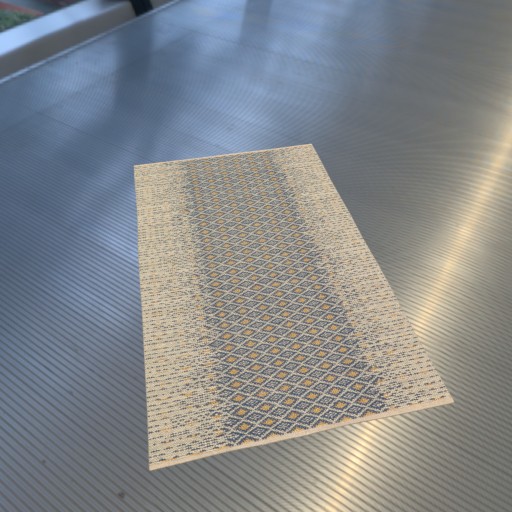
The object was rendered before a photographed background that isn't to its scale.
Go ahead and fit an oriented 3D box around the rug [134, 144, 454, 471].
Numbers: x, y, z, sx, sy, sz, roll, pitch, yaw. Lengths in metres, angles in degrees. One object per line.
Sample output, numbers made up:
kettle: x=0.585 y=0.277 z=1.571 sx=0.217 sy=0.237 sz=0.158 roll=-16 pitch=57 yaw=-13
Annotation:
rug: x=0.000 y=0.000 z=2.970 sx=1.541 sy=0.008 sz=2.448 roll=-9 pitch=47 yaw=-8
